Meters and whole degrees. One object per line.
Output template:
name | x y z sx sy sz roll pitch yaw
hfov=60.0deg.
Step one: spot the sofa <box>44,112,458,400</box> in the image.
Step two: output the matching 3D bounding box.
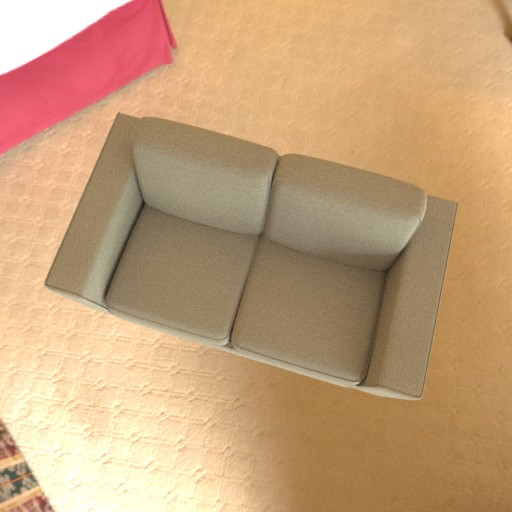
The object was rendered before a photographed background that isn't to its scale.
sofa | 0.000 0.000 2.341 1.812 0.924 1.007 16 75 4
